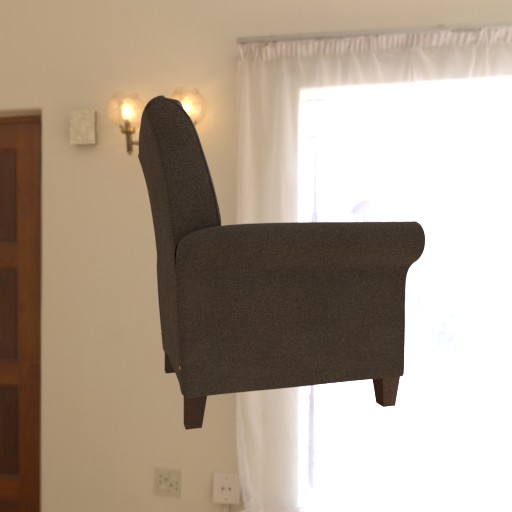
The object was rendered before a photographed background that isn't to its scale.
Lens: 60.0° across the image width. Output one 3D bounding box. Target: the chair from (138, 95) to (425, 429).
[{"bbox_3d":[0.000,0.000,1.792,0.905,1.061,0.978,0,0,-17],"label":"chair"}]
